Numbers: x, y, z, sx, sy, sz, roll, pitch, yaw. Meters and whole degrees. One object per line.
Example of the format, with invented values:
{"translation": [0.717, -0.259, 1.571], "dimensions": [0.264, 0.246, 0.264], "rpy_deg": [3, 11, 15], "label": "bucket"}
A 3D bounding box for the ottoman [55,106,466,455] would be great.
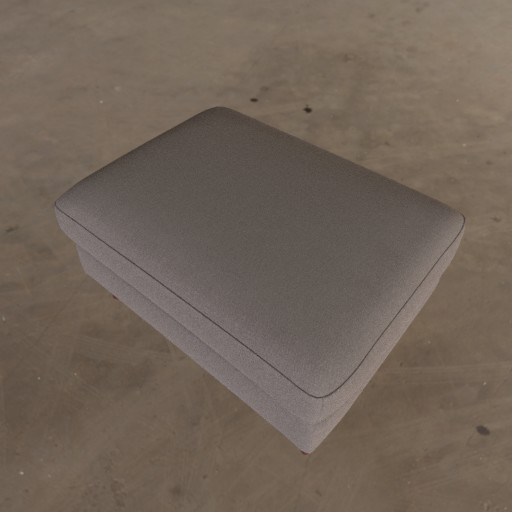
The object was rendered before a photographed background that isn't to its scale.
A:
{"translation": [0.000, 0.000, 1.140], "dimensions": [0.811, 0.449, 0.608], "rpy_deg": [32, 55, 26], "label": "ottoman"}
